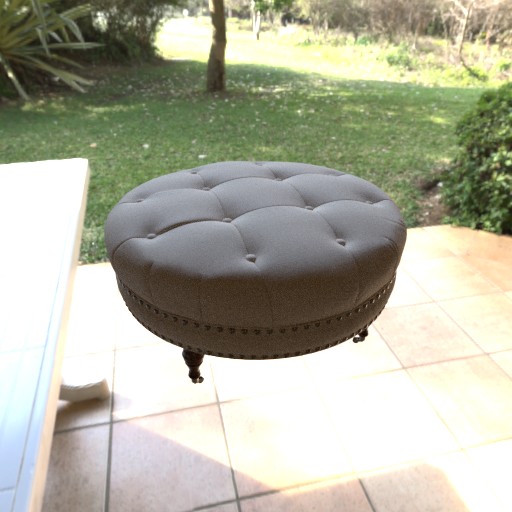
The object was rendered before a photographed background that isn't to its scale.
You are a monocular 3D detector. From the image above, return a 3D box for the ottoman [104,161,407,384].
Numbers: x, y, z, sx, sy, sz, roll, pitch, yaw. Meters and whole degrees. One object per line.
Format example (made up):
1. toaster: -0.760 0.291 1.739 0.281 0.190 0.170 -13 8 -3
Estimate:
1. ottoman: 0.000 0.000 1.505 0.940 0.483 0.940 0 30 0
